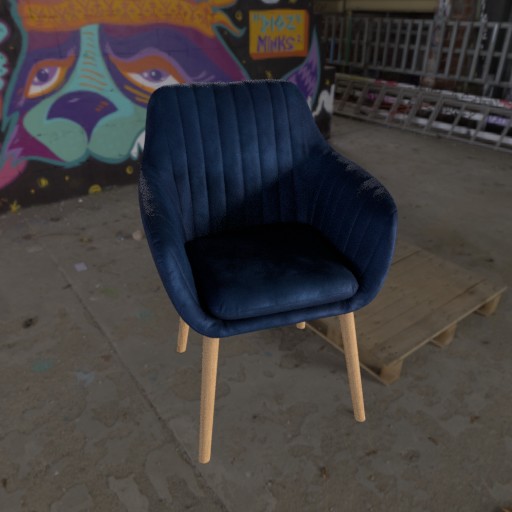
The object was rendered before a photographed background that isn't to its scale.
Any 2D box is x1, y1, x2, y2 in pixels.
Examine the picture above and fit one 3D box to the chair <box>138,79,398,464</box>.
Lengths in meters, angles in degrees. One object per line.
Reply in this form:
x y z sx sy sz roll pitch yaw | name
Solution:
0.000 0.000 1.209 0.578 0.826 0.573 -8 30 -15 | chair
